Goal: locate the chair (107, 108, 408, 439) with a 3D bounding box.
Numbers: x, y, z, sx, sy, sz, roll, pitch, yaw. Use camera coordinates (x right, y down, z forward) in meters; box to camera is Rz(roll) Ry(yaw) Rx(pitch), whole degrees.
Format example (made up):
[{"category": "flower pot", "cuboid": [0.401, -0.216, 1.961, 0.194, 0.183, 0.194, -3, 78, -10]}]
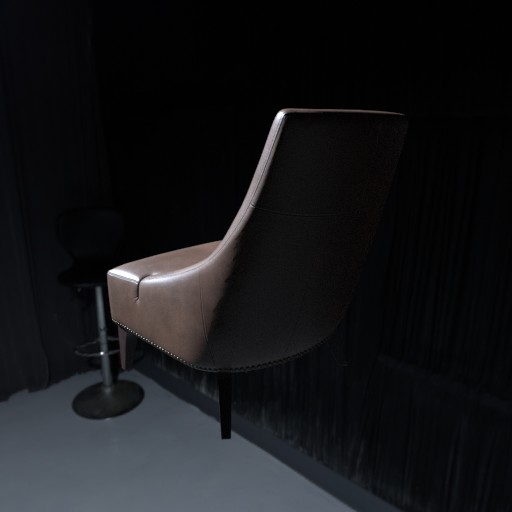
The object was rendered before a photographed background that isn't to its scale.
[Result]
[{"category": "chair", "cuboid": [0.000, 0.000, 1.495, 0.701, 0.909, 0.861, -15, 22, -43]}]
